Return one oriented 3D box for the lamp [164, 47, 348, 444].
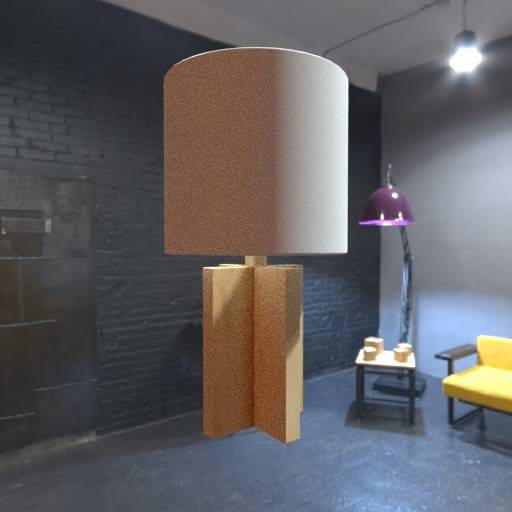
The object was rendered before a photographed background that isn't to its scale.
[{"bbox_3d":[0.000,0.000,0.566,0.229,0.428,0.229,-1,2,-37],"label":"lamp"}]
